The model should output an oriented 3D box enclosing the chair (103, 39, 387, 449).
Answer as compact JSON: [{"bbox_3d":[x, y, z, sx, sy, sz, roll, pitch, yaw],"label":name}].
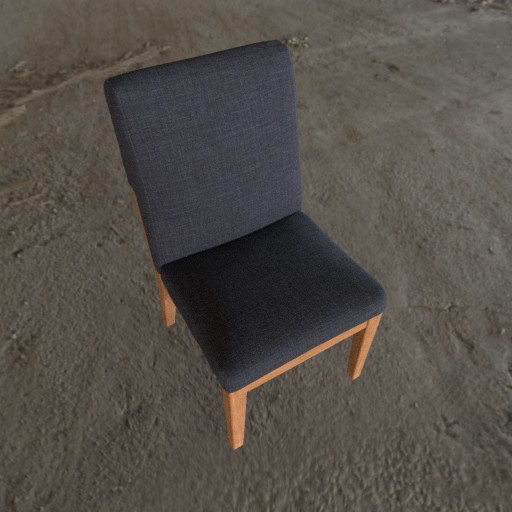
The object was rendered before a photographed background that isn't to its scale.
[{"bbox_3d":[0.000,0.000,1.232,0.507,0.911,0.586,-23,50,-21],"label":"chair"}]
